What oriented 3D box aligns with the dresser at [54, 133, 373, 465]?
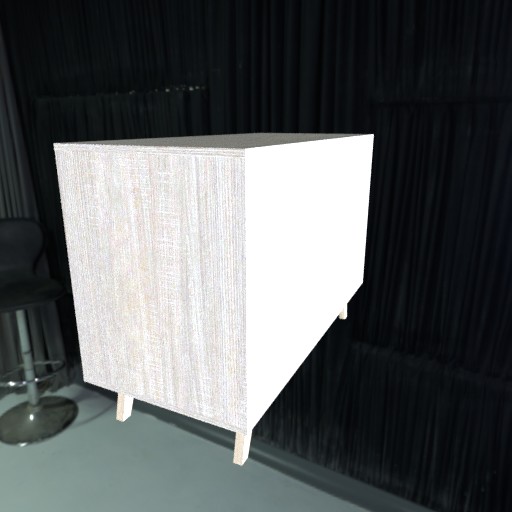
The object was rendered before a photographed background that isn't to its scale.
[{"bbox_3d":[0.000,0.000,1.511,0.500,0.780,1.110,8,19,25],"label":"dresser"}]
